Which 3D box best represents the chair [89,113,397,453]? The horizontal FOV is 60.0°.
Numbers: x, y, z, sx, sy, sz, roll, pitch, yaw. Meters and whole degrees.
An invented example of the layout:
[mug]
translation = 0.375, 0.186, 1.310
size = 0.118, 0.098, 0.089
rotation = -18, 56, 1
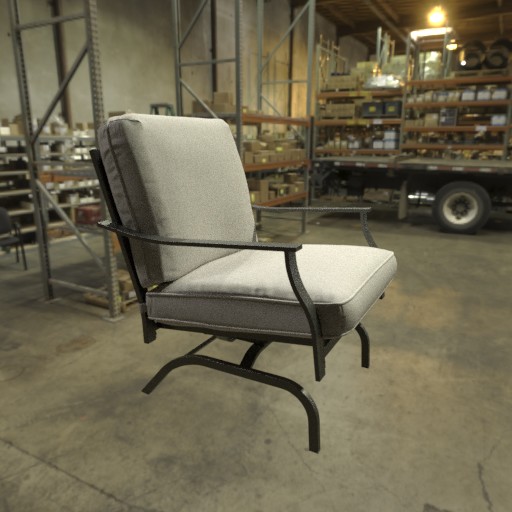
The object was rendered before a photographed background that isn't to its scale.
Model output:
[chair]
translation = 0.000, 0.000, 1.410
size = 0.787, 0.860, 0.650
rotation = 8, 17, 27
